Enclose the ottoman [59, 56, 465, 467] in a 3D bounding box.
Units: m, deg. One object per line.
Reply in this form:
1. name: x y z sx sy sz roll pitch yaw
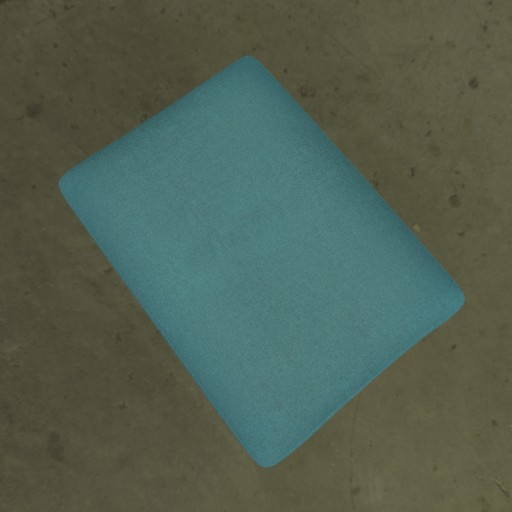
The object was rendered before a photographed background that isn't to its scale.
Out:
1. ottoman: 0.000 0.000 1.072 0.549 0.428 0.749 -37 80 -8
